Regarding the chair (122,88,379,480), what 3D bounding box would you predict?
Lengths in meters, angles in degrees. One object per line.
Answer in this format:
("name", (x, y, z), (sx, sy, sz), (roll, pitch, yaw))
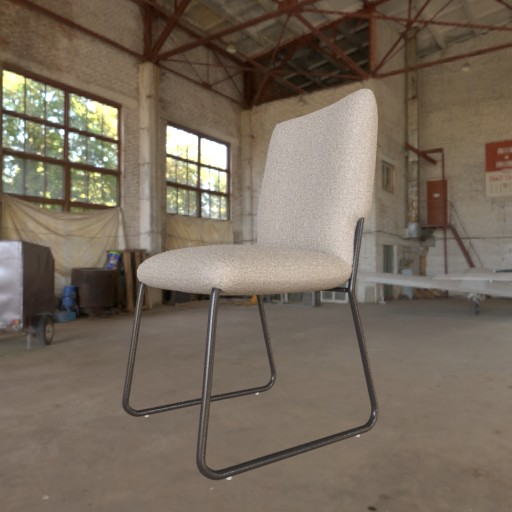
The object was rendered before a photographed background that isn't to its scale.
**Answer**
("chair", (0.000, 0.000, 1.152), (0.560, 0.864, 0.448), (1, -1, -35))
